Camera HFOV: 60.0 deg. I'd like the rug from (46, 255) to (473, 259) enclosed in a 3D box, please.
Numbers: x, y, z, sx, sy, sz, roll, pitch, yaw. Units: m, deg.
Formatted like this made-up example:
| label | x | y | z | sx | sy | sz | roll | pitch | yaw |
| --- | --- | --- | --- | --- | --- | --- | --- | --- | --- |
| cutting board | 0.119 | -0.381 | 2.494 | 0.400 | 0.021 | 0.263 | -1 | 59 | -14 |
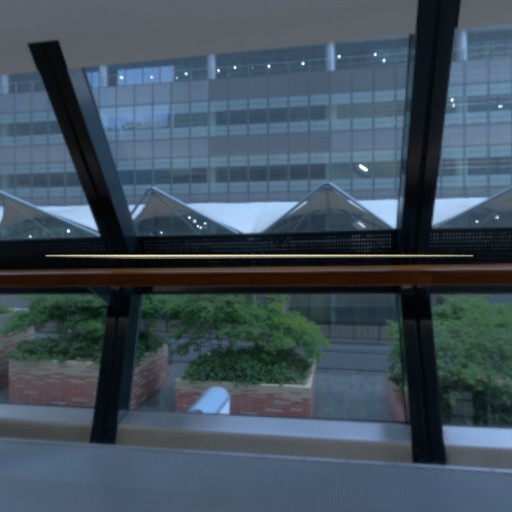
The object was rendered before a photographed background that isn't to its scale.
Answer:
| label | x | y | z | sx | sy | sz | roll | pitch | yaw |
| --- | --- | --- | --- | --- | --- | --- | --- | --- | --- |
| rug | 0.000 | 0.000 | 4.169 | 3.204 | 0.016 | 2.452 | 0 | 0 | -35 |
